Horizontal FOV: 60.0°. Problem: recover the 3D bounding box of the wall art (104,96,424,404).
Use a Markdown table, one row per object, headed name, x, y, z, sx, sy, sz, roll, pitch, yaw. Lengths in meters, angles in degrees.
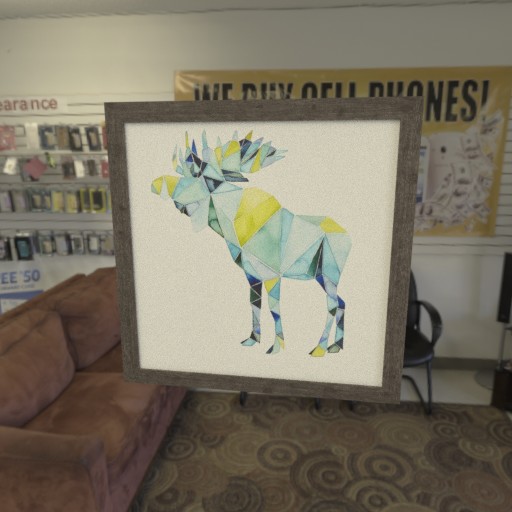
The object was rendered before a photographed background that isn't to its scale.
| name | x | y | z | sx | sy | sz | roll | pitch | yaw |
| --- | --- | --- | --- | --- | --- | --- | --- | --- | --- |
| wall art | 0.000 | 0.000 | 0.683 | 0.457 | 0.457 | 0.013 | 2 | 13 | 9 |
